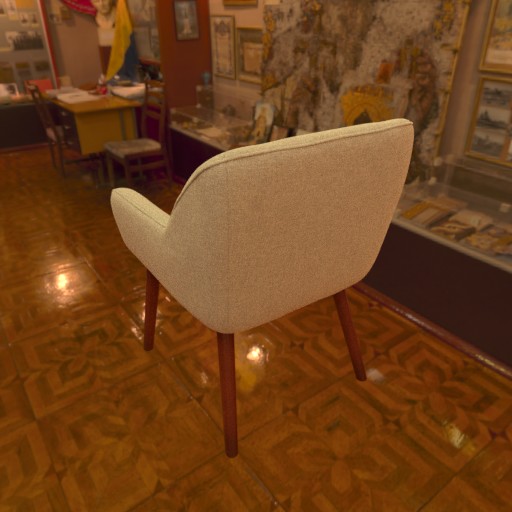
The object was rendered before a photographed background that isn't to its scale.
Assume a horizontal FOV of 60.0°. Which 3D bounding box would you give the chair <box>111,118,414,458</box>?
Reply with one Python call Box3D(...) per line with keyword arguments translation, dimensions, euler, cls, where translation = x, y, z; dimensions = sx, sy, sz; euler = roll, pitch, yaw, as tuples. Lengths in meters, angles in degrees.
Box3D(translation=(0.000, 0.000, 1.259), dimensions=(0.610, 0.813, 0.610), euler=(-18, 34, -29), cls="chair")
